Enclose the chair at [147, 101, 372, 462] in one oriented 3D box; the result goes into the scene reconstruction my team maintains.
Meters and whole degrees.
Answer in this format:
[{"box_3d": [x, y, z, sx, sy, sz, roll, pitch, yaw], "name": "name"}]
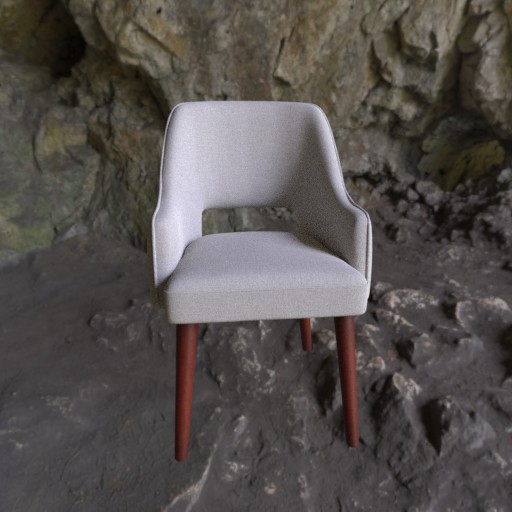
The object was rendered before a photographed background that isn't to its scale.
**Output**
[{"box_3d": [0.000, 0.000, 1.235, 0.560, 0.840, 0.580, -2, 17, -6], "name": "chair"}]
